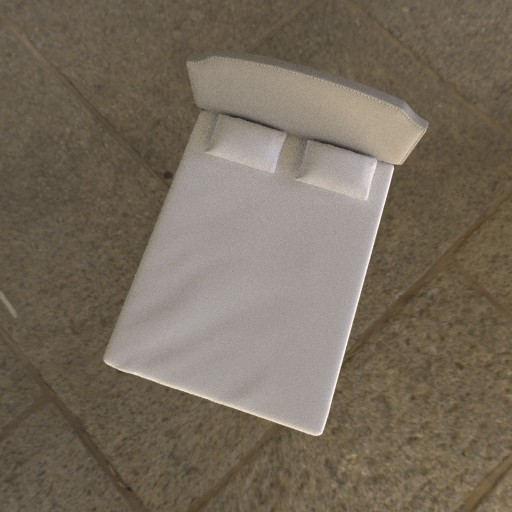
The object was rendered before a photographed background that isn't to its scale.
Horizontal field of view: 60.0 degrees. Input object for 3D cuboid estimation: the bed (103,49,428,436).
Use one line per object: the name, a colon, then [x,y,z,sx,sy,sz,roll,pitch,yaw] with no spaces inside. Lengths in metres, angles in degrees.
bed: [0.000,0.000,2.891,1.558,1.270,1.999,17,77,4]
